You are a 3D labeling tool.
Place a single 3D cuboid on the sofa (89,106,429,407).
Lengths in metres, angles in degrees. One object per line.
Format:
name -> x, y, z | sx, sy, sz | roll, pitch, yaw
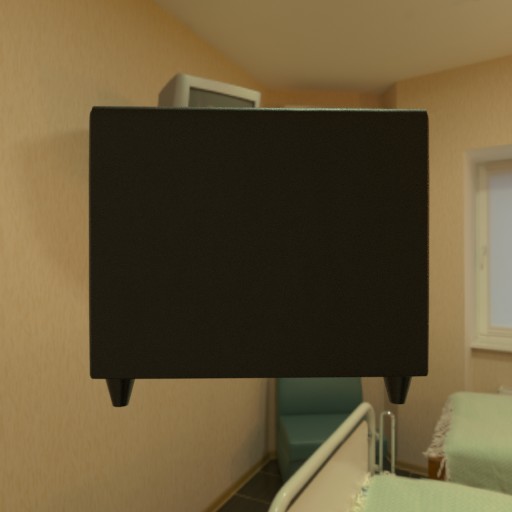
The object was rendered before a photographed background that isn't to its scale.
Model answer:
sofa -> 0.000, 0.000, 1.436 | 0.809, 0.724, 0.839 | 0, 0, -2
